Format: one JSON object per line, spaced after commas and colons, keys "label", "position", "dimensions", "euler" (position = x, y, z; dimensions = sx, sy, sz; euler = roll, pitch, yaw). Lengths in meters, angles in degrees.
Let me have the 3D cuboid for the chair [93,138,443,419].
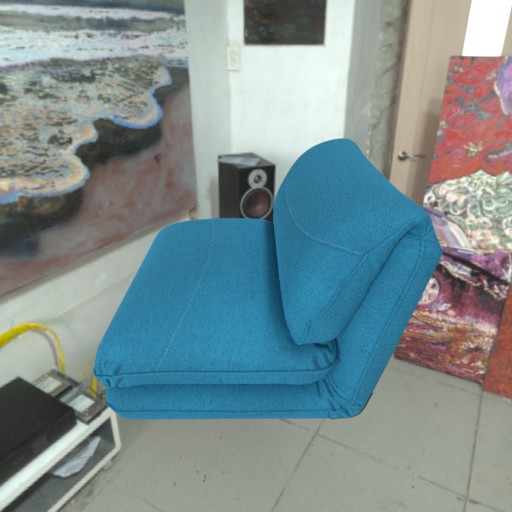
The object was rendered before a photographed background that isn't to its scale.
{"label": "chair", "position": [0.000, 0.000, 1.331], "dimensions": [0.780, 0.580, 0.820], "euler": [0, 25, 0]}
